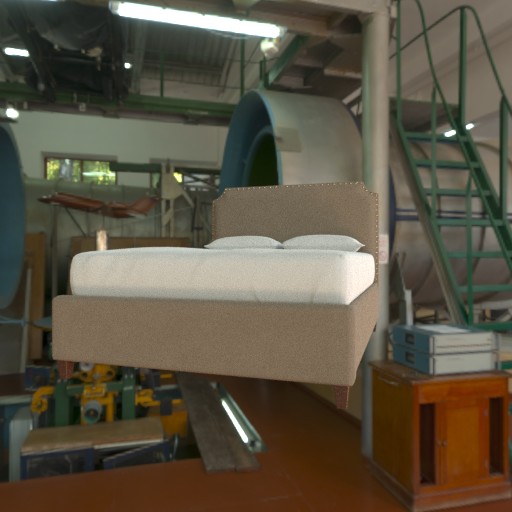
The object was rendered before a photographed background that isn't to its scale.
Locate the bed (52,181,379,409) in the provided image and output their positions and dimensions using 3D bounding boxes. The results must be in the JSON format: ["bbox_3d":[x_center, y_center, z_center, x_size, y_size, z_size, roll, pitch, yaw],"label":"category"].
[{"bbox_3d":[0.000,0.000,3.366,1.703,1.415,2.329,0,0,18],"label":"bed"}]
